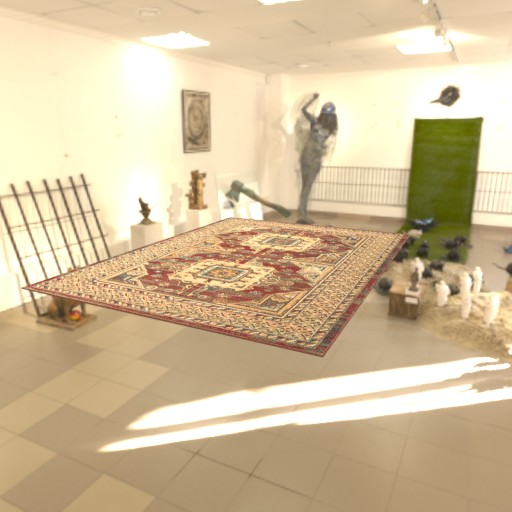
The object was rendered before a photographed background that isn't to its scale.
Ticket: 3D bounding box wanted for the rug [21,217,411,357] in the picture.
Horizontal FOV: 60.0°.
[{"bbox_3d":[0.000,0.000,4.226,2.381,0.013,3.197,8,17,25],"label":"rug"}]
